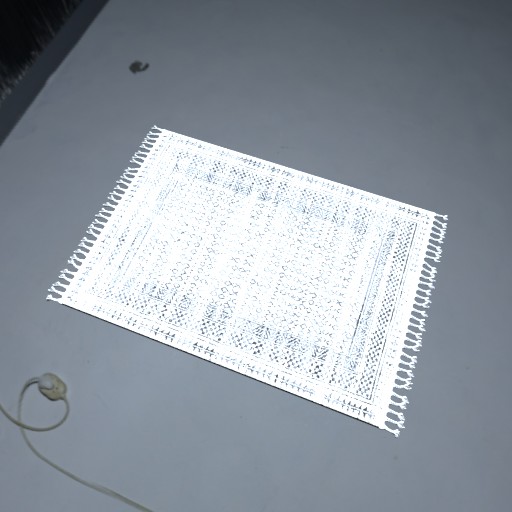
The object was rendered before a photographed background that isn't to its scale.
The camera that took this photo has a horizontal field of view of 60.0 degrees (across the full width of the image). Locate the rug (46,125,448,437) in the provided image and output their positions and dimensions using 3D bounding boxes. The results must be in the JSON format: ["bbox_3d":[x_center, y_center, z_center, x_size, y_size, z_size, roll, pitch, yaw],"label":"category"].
[{"bbox_3d":[0.000,0.000,2.379,1.872,0.013,1.243,19,66,9],"label":"rug"}]
